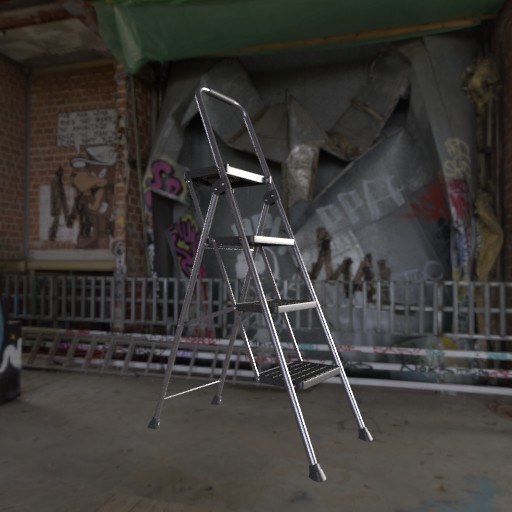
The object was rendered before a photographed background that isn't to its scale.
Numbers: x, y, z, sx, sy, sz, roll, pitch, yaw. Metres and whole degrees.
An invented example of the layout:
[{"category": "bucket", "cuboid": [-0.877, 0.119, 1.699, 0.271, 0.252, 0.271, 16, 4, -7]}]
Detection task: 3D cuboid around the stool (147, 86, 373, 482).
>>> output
[{"category": "stool", "cuboid": [0.000, 0.000, 1.615, 0.733, 1.277, 0.396, -1, -2, 36]}]
